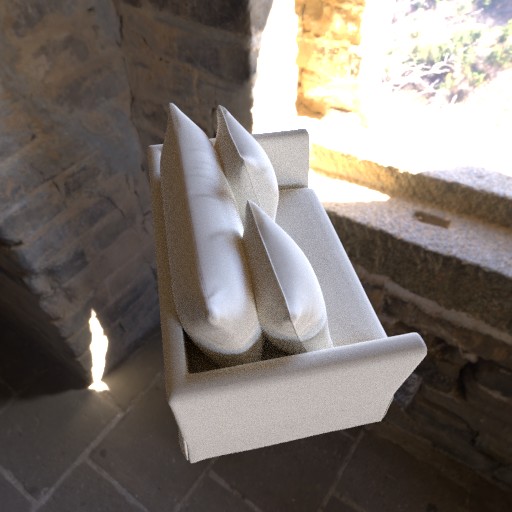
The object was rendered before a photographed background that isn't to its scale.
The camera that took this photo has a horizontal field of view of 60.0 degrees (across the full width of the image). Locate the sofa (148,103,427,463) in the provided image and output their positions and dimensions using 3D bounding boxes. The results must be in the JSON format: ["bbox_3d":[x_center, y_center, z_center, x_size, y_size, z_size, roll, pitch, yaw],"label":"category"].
[{"bbox_3d":[0.000,0.000,2.260,1.026,1.039,1.608,-9,47,-8],"label":"sofa"}]
